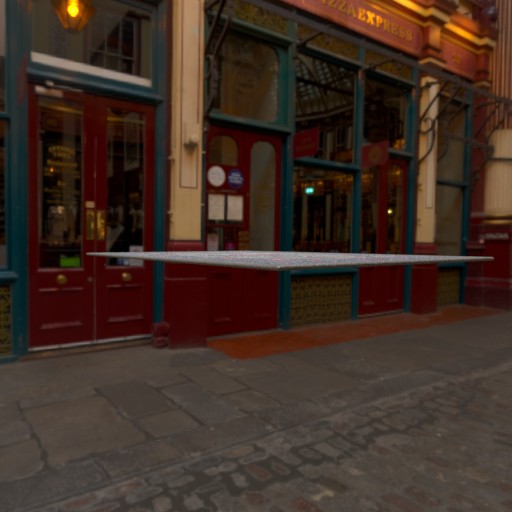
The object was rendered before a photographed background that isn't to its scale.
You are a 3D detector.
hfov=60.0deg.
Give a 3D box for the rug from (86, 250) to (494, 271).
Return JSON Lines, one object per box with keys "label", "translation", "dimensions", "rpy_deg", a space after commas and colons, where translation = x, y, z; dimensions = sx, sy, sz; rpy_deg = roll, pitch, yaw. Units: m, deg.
{"label": "rug", "translation": [0.000, 0.000, 2.178], "dimensions": [1.144, 0.014, 1.748], "rpy_deg": [-1, 2, -36]}
